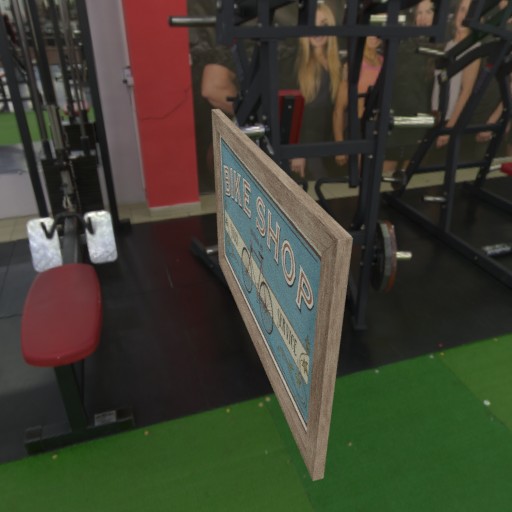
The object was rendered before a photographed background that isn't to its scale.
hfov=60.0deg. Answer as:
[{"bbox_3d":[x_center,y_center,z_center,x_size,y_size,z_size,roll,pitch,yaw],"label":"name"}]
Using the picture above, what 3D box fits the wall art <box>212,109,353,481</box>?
[{"bbox_3d":[0.000,0.000,0.986,0.021,0.480,0.780,-8,31,-14],"label":"wall art"}]
